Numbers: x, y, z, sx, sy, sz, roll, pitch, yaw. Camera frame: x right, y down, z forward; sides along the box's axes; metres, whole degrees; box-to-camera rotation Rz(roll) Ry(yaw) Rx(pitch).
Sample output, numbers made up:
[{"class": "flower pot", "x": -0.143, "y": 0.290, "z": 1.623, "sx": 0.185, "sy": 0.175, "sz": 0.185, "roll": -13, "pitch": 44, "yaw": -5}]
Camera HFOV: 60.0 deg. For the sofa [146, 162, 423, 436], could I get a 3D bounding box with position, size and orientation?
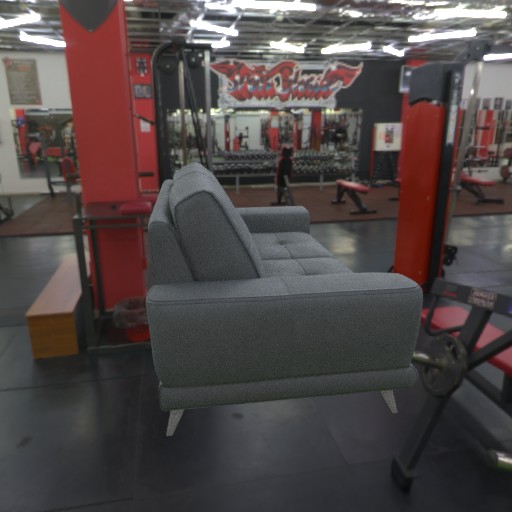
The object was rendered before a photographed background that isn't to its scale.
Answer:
[{"class": "sofa", "x": 0.000, "y": 0.000, "z": 2.393, "sx": 1.018, "sy": 0.907, "sz": 1.806, "roll": -3, "pitch": 16, "yaw": -9}]
